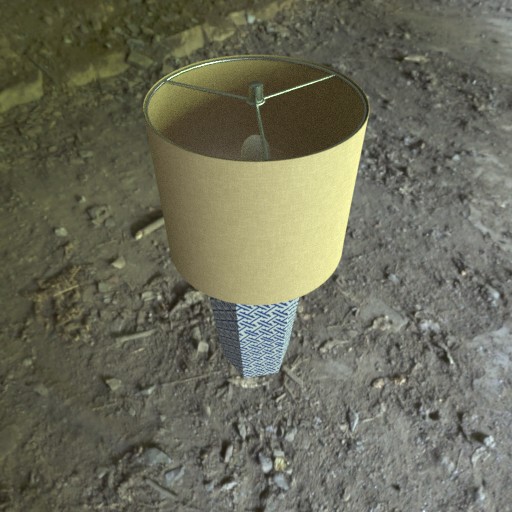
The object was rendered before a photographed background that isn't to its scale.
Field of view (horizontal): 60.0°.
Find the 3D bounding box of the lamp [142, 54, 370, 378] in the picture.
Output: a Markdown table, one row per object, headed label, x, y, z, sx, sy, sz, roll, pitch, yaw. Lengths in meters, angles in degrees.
| label | x | y | z | sx | sy | sz | roll | pitch | yaw |
| --- | --- | --- | --- | --- | --- | --- | --- | --- | --- |
| lamp | 0.000 | 0.000 | 0.862 | 0.320 | 0.682 | 0.320 | -4 | 46 | -4 |
